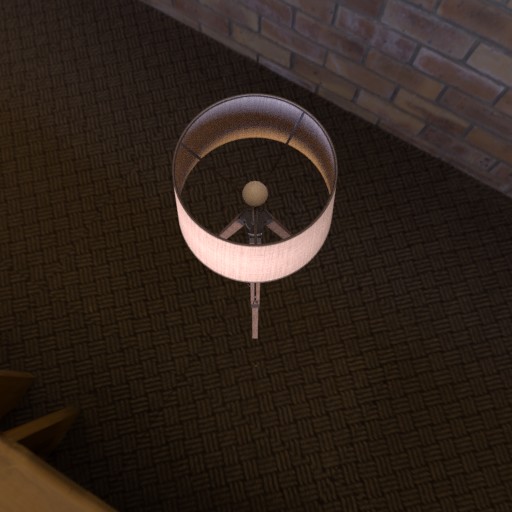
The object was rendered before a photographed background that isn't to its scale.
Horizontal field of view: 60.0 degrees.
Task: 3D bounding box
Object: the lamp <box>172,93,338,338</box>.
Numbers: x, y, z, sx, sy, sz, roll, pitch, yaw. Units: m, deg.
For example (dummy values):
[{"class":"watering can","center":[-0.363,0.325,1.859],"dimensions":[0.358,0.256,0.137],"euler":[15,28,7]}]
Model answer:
[{"class":"lamp","center":[0.000,0.000,1.847],"dimensions":[0.604,1.510,0.587],"euler":[-1,76,0]}]
